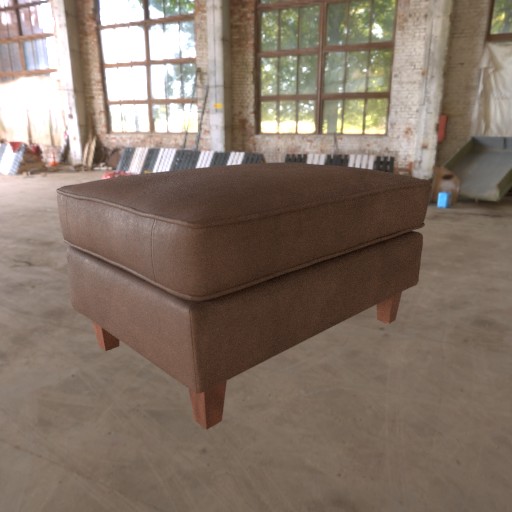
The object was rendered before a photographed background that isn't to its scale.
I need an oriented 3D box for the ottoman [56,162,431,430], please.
[{"bbox_3d":[0.000,0.000,1.228,0.860,0.481,0.596,-16,23,-42],"label":"ottoman"}]
